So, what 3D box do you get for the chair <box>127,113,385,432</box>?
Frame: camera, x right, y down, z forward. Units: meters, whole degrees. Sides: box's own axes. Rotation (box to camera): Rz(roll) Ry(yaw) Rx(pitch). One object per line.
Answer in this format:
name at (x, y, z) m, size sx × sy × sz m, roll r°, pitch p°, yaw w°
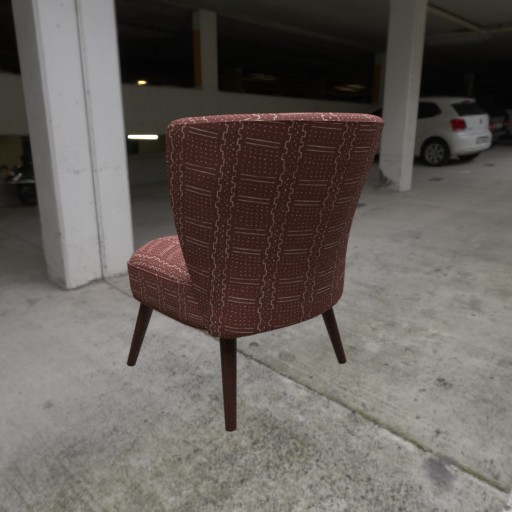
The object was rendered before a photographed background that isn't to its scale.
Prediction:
chair at (0.000, 0.000, 1.443) m, size 0.706 × 0.866 × 0.758 m, roll -15°, pitch 22°, yaw -42°
